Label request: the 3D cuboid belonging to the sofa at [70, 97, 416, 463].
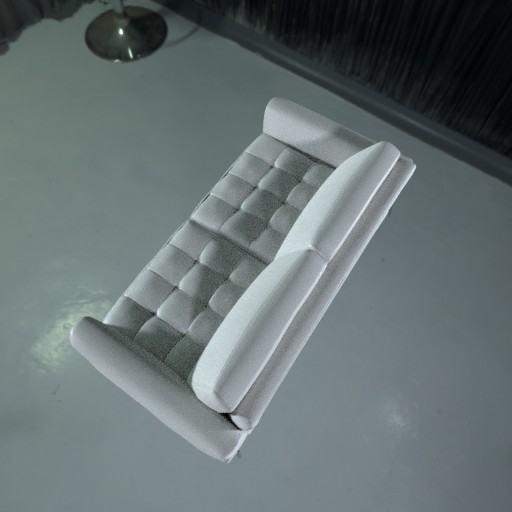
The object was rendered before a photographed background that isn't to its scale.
[{"bbox_3d":[0.000,0.000,2.751,1.121,0.930,2.177,31,68,14],"label":"sofa"}]
